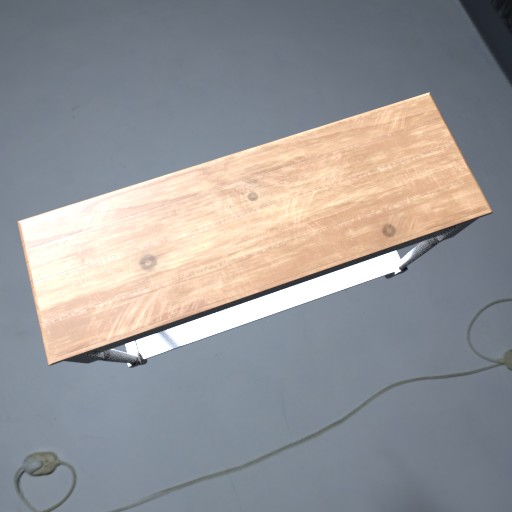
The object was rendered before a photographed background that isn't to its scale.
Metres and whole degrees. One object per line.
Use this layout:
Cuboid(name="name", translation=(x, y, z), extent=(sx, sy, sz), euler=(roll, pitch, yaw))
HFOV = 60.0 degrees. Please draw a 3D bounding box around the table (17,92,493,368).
Cuboid(name="table", translation=(0.000, 0.000, 1.567), extent=(1.219, 0.800, 0.399), euler=(-19, 75, -5))
